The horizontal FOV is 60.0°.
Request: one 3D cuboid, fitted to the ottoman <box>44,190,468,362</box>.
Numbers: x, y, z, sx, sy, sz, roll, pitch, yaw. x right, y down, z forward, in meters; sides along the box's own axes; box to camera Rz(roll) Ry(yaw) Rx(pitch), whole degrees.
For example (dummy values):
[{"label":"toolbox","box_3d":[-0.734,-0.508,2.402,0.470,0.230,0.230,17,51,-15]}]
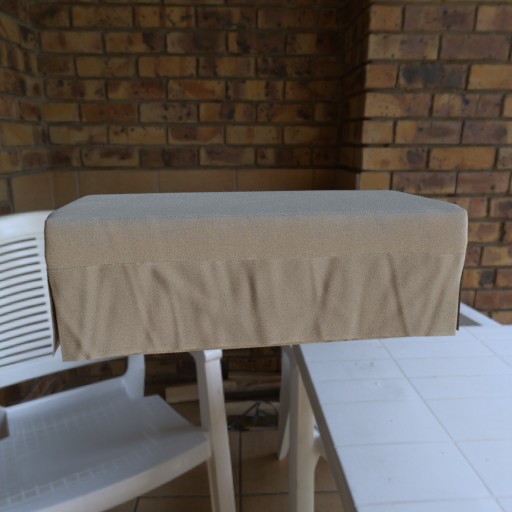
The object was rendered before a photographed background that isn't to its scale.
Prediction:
[{"label":"ottoman","box_3d":[0.000,0.000,1.709,1.388,0.457,0.665,-2,15,-8]}]
